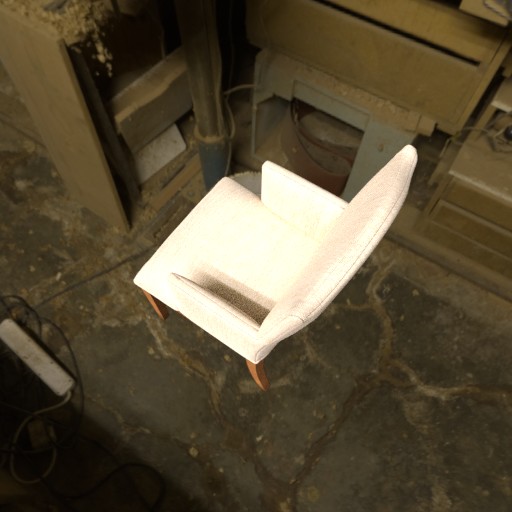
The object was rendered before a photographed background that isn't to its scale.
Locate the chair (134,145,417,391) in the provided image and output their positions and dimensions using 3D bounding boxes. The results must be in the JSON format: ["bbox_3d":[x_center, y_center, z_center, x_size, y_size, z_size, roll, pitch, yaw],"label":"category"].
[{"bbox_3d":[0.000,0.000,1.383,0.641,1.016,0.533,31,67,15],"label":"chair"}]
